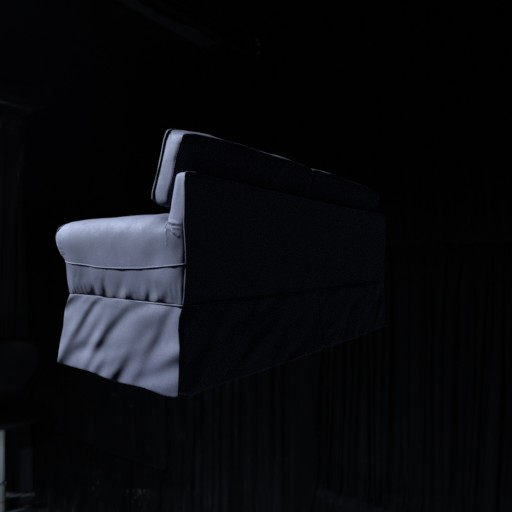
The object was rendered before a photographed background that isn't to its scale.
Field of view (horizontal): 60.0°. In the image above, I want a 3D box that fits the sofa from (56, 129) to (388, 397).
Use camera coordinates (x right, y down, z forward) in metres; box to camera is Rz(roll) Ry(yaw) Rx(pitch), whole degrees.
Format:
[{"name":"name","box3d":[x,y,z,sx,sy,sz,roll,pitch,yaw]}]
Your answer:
[{"name":"sofa","box3d":[0.000,0.000,2.855,0.983,1.094,2.256,0,0,36]}]
